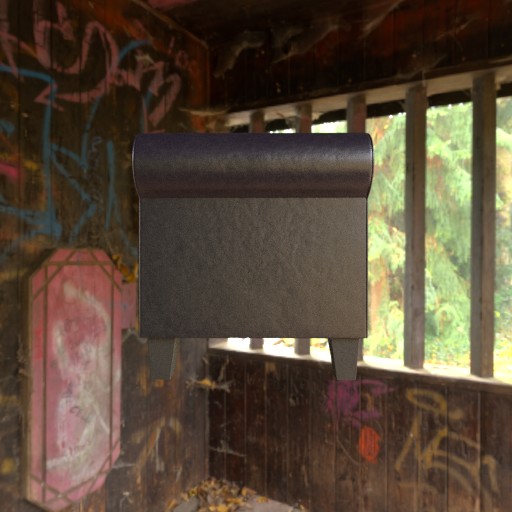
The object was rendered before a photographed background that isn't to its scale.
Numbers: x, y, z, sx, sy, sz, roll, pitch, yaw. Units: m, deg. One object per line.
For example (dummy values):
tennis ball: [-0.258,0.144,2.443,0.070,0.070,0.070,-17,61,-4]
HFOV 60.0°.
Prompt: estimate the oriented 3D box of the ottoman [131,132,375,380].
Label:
ottoman: [0.000,0.000,1.540,0.521,0.547,1.256,0,0,1]
